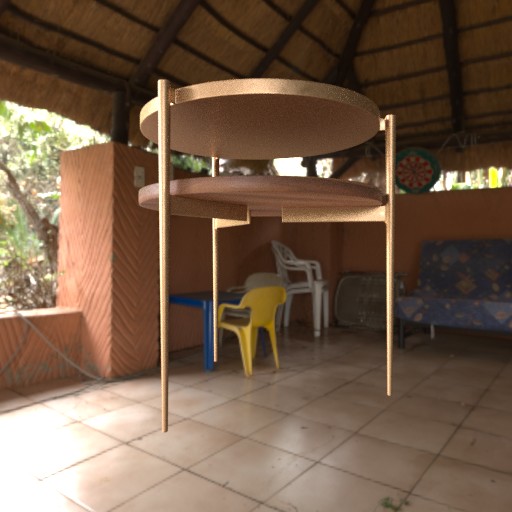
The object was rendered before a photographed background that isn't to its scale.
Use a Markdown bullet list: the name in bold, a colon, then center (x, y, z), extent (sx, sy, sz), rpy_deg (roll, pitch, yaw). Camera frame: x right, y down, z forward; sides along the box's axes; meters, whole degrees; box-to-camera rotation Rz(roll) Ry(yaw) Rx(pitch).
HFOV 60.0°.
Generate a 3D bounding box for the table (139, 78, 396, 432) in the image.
- **table**: center (0.000, 0.000, 0.801), extent (0.430, 0.493, 0.456), rpy_deg (0, 1, 36)
